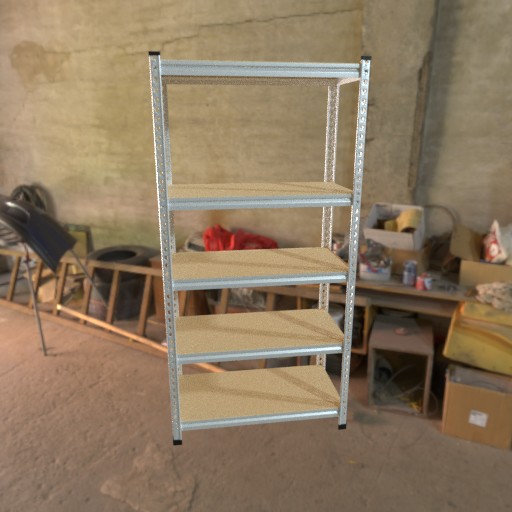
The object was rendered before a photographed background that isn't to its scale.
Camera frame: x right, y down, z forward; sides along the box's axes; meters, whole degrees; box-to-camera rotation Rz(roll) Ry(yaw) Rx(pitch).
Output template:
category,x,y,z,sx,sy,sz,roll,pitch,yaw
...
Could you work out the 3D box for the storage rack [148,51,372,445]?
category,x,y,z,sx,sy,sz,roll,pitch,yaw
storage rack,0.000,0.000,2.257,0.914,1.829,0.457,-2,17,-8
